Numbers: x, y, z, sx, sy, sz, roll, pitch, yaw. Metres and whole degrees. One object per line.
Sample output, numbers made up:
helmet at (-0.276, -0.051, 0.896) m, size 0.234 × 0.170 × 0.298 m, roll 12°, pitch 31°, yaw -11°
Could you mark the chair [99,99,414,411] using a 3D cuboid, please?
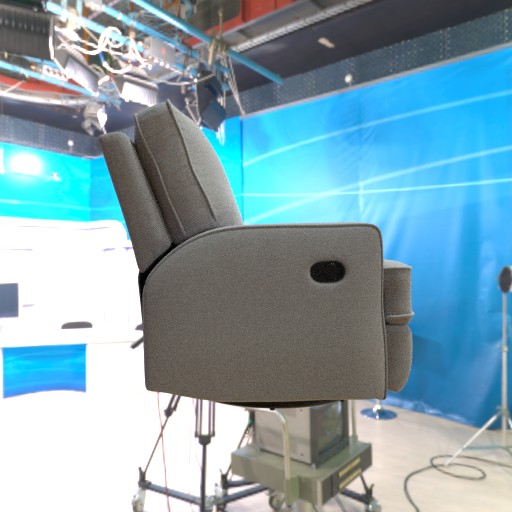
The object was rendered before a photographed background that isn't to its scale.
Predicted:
chair at (0.000, 0.000, 1.704) m, size 0.969 × 0.964 × 0.861 m, roll 0°, pitch -1°, yaw -1°
